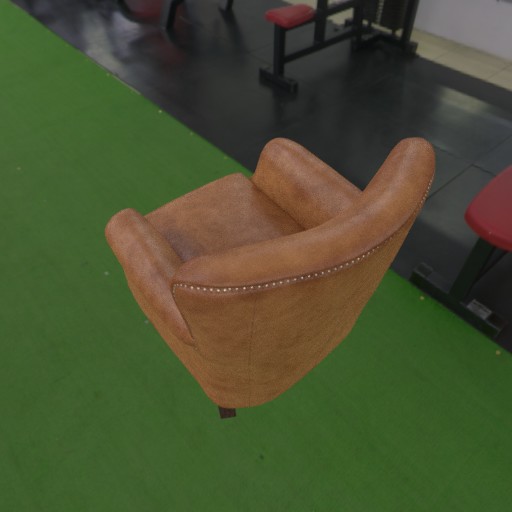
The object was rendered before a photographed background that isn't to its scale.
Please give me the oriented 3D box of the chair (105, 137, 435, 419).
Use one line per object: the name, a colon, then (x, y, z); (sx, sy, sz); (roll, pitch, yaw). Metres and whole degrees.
chair: (0.000, 0.000, 1.575); (0.861, 0.936, 0.921); (-31, 55, -25)
